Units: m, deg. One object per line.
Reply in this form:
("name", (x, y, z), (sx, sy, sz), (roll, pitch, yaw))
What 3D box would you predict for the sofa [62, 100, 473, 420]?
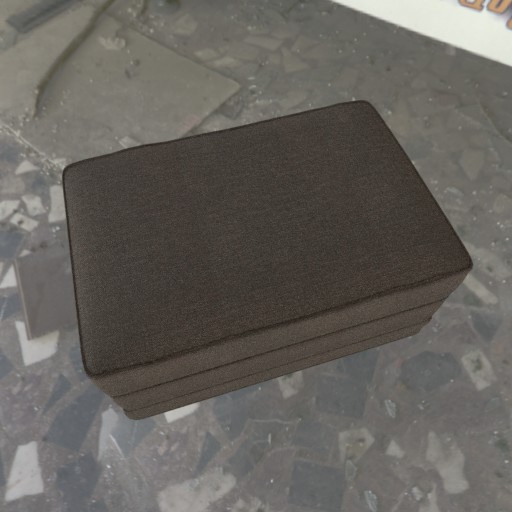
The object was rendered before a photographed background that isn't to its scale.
("sofa", (0.000, 0.000, 1.200), (0.854, 0.457, 0.578), (-15, 60, -9))
